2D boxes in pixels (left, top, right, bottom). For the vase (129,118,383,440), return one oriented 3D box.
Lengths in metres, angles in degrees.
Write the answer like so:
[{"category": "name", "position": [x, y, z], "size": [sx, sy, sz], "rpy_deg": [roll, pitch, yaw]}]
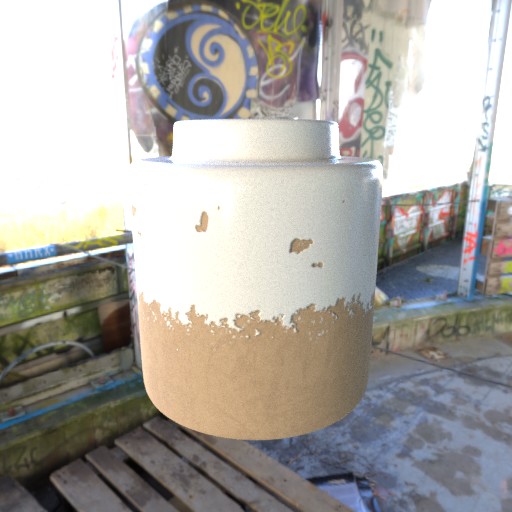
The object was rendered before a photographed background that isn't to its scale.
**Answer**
[{"category": "vase", "position": [0.000, 0.000, 0.289], "size": [0.153, 0.167, 0.153], "rpy_deg": [0, 15, 0]}]
